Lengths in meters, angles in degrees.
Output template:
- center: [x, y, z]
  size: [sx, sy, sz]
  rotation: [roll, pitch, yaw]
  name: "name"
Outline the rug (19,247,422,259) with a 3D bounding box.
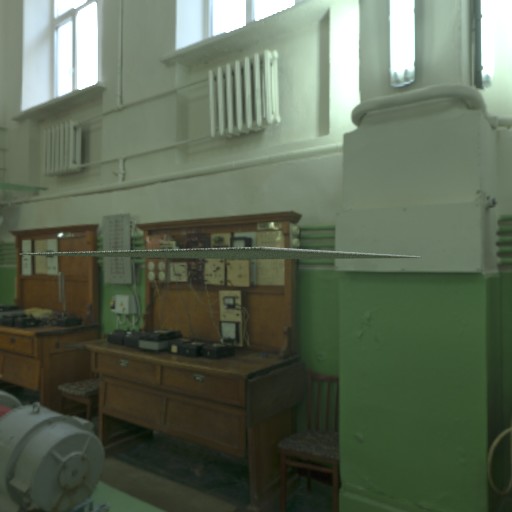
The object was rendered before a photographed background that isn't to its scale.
- center: [0.000, 0.000, 2.839]
  size: [1.514, 0.011, 2.233]
  rotation: [-1, -1, 34]
  name: "rug"
